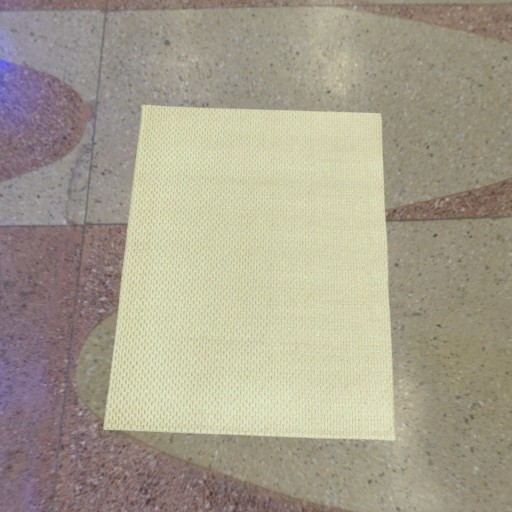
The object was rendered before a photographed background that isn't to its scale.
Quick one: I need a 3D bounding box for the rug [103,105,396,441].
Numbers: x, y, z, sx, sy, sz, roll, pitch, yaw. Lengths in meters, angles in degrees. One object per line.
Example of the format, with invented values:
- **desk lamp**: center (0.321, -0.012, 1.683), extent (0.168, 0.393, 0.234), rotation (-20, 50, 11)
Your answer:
- **rug**: center (0.000, 0.000, 3.819), extent (2.277, 0.035, 2.897), rotation (2, 74, 1)
